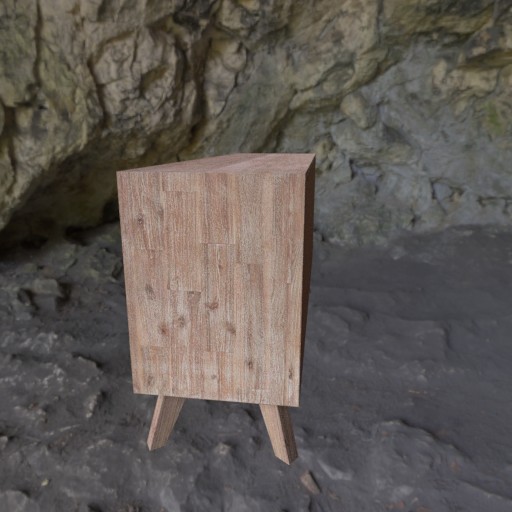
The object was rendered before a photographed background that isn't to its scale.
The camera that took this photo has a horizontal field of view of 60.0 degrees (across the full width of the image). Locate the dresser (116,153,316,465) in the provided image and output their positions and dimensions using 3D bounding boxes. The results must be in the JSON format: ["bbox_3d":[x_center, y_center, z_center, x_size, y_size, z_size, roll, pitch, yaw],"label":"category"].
[{"bbox_3d":[0.000,0.000,1.882,0.455,0.805,1.554,2,15,8],"label":"dresser"}]
